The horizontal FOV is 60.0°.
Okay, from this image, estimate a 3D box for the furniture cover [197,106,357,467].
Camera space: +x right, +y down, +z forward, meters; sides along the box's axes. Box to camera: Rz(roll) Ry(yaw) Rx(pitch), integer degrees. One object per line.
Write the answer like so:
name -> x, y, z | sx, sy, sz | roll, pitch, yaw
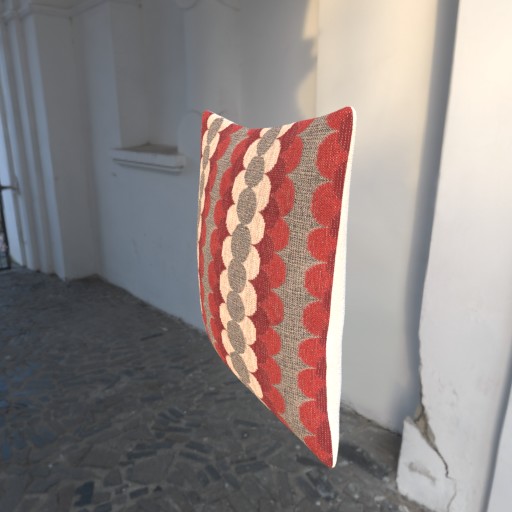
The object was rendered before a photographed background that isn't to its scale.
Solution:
furniture cover -> 0.000, 0.000, 0.660 | 0.145, 0.420, 0.435 | -8, 19, -24
